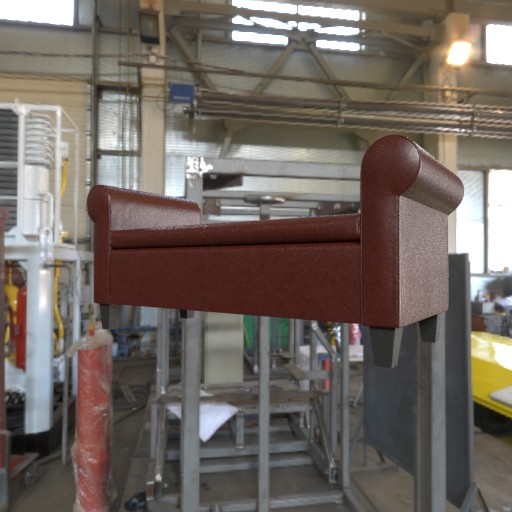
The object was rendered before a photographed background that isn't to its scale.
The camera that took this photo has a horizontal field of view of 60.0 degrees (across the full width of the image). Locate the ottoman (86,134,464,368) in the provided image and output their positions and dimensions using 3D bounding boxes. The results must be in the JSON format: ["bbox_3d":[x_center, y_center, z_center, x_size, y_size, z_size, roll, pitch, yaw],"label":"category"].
[{"bbox_3d":[0.000,0.000,1.551,1.256,0.547,0.521,-1,-1,35],"label":"ottoman"}]
